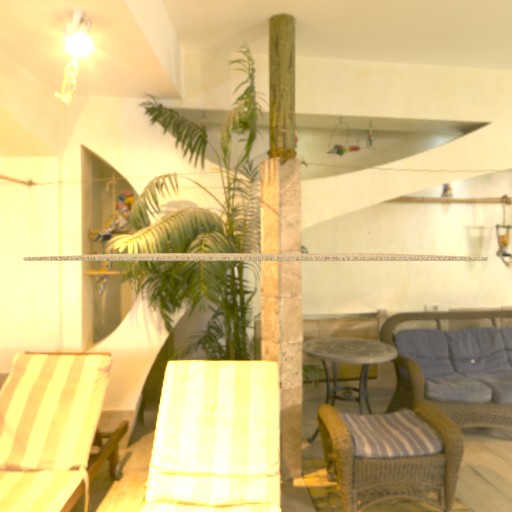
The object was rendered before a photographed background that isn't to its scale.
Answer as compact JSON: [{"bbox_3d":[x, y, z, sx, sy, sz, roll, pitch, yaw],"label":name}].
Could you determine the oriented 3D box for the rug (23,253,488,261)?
[{"bbox_3d":[0.000,0.000,4.057,3.000,0.025,2.400,0,1,0],"label":"rug"}]
